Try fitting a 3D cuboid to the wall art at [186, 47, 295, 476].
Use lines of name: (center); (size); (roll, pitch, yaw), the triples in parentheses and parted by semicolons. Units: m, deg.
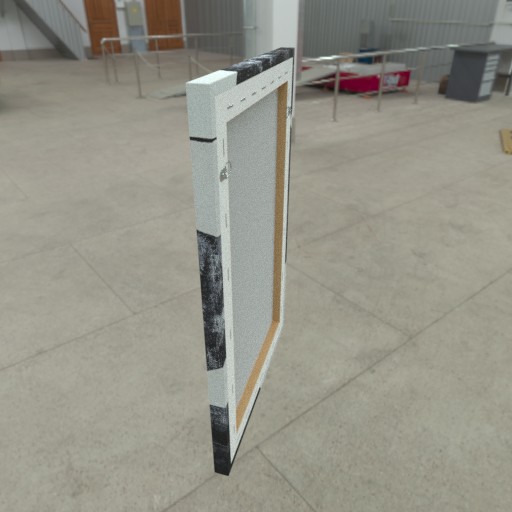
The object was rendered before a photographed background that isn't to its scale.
wall art: (0.000, 0.000, 1.126); (0.041, 0.915, 0.610); (8, 31, 14)
